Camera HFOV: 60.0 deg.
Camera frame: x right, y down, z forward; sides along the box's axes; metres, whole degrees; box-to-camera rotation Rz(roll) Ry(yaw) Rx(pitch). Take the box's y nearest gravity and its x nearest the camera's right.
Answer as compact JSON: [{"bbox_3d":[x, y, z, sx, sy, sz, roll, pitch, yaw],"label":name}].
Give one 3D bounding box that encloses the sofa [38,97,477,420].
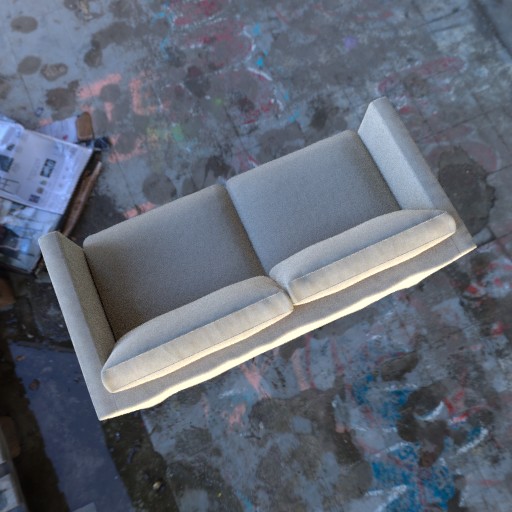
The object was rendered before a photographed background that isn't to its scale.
[{"bbox_3d":[0.000,0.000,2.411,1.959,0.835,0.962,-24,76,-6],"label":"sofa"}]
